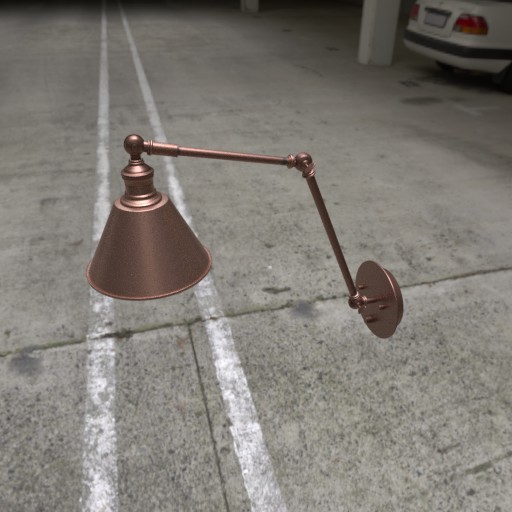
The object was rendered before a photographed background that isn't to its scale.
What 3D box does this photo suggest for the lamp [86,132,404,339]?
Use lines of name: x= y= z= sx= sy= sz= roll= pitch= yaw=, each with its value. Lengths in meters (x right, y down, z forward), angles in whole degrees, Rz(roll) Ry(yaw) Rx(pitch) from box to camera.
lamp: x=0.000 y=0.000 z=0.867 sx=0.624 sy=0.502 sz=0.223 roll=-8 pitch=32 yaw=-14
